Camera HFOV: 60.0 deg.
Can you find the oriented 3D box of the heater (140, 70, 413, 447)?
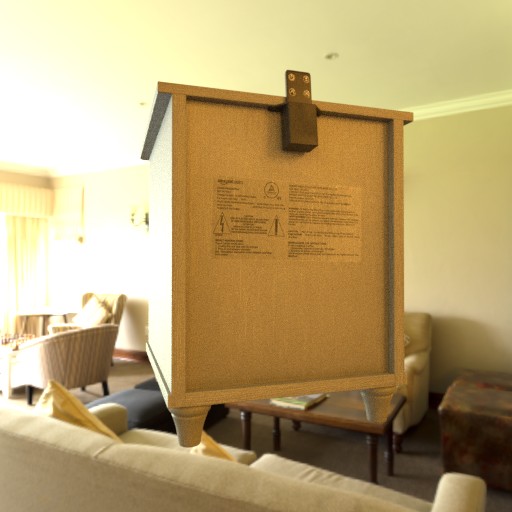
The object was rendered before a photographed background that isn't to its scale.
[{"bbox_3d":[0.000,0.000,0.751,0.362,0.481,0.400,0,-1,-18],"label":"heater"}]
